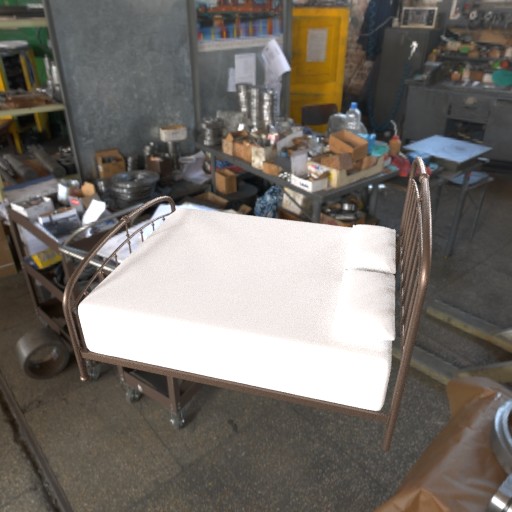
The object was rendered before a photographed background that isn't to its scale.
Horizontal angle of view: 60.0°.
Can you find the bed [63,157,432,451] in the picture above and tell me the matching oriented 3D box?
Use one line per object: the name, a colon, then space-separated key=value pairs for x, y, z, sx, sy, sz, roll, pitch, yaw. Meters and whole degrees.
bed: x=0.000 y=0.000 z=3.275 sx=2.168 sy=1.475 sz=1.711 roll=8 pitch=31 yaw=13
